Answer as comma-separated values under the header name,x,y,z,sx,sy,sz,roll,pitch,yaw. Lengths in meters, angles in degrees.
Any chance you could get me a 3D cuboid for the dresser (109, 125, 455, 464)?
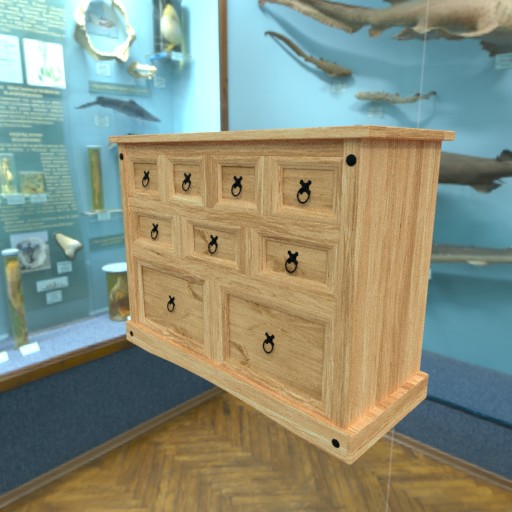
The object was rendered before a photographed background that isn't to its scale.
name,x,y,z,sx,sy,sz,roll,pitch,yaw
dresser,0.000,0.000,1.384,0.990,0.740,0.410,13,19,43
